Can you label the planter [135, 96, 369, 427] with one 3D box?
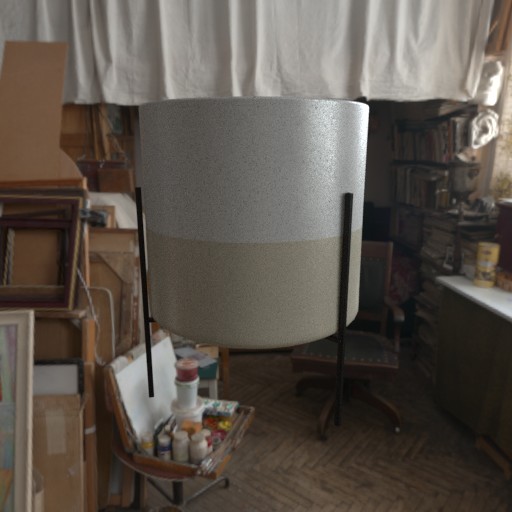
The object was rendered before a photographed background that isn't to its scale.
[{"bbox_3d":[0.000,0.000,0.759,0.368,0.484,0.359,14,20,43],"label":"planter"}]
